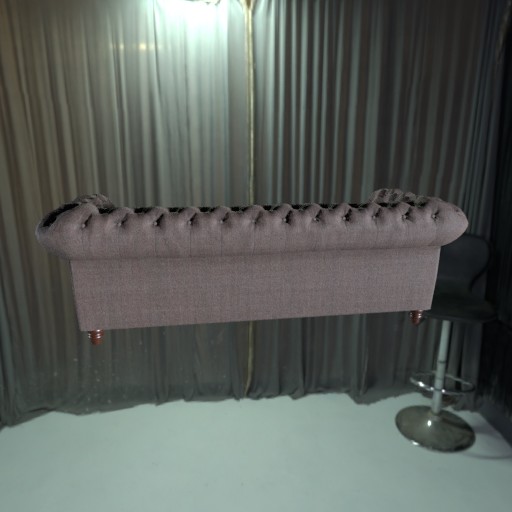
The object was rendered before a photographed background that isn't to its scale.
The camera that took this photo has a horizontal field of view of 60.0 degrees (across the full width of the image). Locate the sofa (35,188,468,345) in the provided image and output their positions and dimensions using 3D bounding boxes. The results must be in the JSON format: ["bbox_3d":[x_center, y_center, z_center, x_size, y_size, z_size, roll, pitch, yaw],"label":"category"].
[{"bbox_3d":[0.000,0.000,2.816,2.385,0.787,0.944,-2,15,-9],"label":"sofa"}]
